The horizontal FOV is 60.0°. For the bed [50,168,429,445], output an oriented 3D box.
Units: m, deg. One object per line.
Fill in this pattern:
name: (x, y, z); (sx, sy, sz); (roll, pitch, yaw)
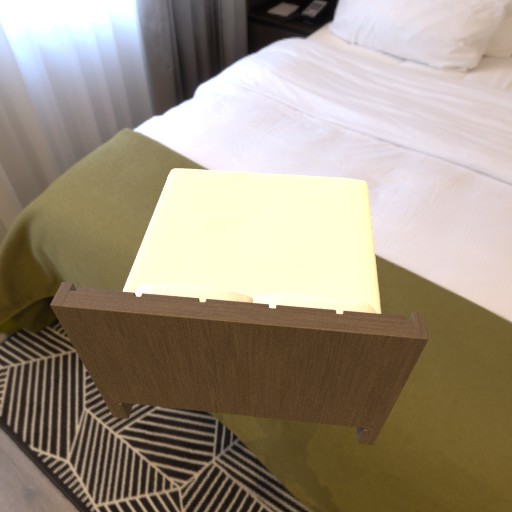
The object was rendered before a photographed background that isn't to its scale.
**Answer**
bed: (0.000, 0.000, 3.136); (1.735, 1.261, 1.992); (4, 47, 4)
